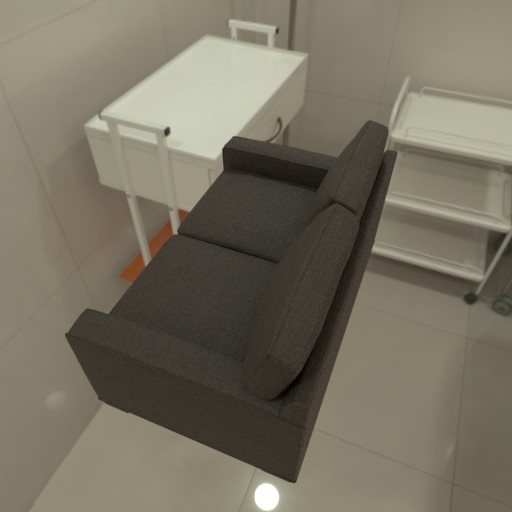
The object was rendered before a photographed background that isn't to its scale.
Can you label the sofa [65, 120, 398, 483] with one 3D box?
[{"bbox_3d":[0.000,0.000,2.118,0.974,0.887,1.534,16,48,15],"label":"sofa"}]
